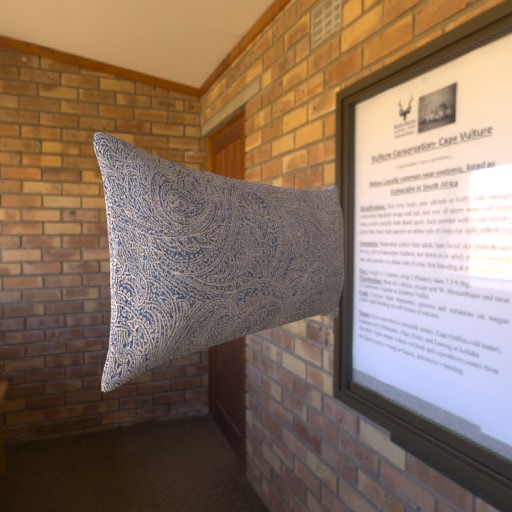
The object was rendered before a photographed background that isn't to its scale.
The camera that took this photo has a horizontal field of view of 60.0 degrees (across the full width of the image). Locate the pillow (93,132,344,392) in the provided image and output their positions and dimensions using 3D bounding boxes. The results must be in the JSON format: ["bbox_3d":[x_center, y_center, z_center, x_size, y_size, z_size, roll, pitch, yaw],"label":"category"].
[{"bbox_3d":[0.000,0.000,0.745,0.151,0.295,0.615,2,3,36],"label":"pillow"}]
